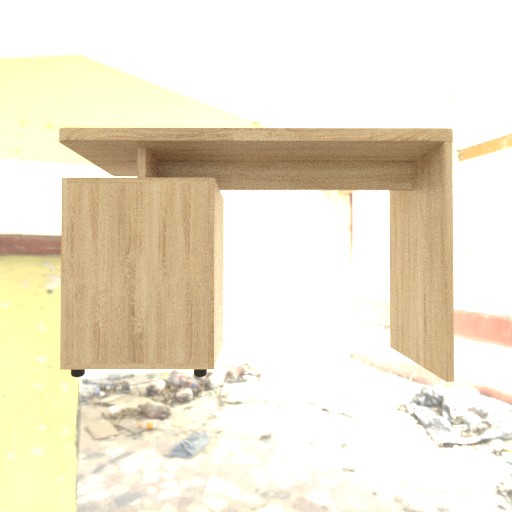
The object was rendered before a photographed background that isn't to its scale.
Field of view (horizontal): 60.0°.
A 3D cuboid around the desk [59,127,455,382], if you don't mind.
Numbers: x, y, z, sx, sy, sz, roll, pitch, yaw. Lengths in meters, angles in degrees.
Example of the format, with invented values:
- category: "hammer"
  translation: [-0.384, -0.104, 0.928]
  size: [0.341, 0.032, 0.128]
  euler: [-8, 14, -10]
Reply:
- category: "desk"
  translation: [0.000, 0.000, 1.596]
  size: [1.200, 0.760, 0.550]
  euler: [0, -1, 0]
